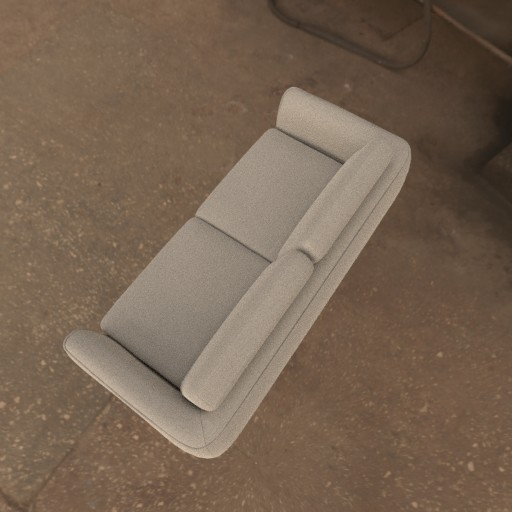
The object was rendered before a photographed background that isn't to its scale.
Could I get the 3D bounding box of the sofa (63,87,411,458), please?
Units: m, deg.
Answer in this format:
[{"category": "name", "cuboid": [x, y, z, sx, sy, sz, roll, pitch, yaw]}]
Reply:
[{"category": "sofa", "cuboid": [0.000, 0.000, 2.449, 0.920, 0.850, 2.000, 32, 69, 14]}]
